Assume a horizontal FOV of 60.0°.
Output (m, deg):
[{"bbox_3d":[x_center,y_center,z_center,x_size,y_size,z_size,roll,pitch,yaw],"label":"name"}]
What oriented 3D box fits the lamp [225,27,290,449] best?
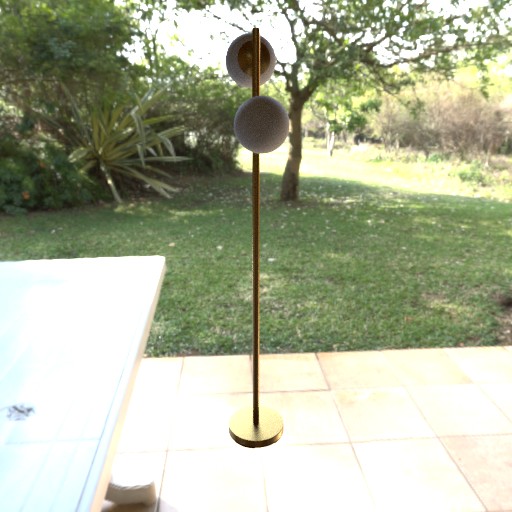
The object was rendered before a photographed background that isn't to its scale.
[{"bbox_3d":[0.000,0.000,1.759,0.249,1.641,0.419,-3,17,-10],"label":"lamp"}]
